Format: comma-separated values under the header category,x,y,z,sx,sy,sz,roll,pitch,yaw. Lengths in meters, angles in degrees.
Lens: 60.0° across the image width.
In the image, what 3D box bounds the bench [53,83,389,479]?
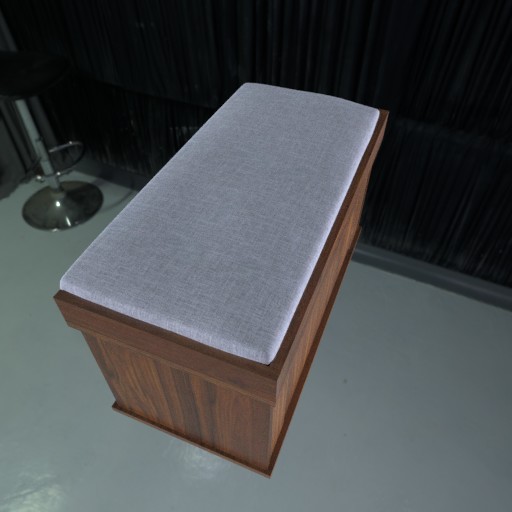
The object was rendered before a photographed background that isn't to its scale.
category,x,y,z,sx,sy,sz,roll,pitch,yaw
bench,0.000,0.000,0.983,0.362,0.461,0.734,17,49,15
